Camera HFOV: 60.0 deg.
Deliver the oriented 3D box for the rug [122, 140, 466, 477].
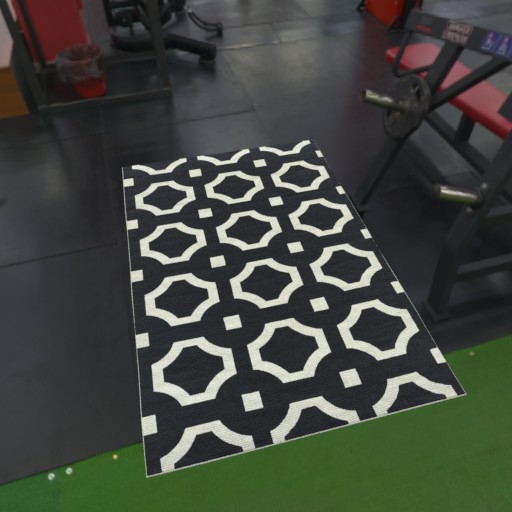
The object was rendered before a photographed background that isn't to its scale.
[{"bbox_3d":[0.000,0.000,2.788,1.555,0.016,2.286,-11,49,-9],"label":"rug"}]
